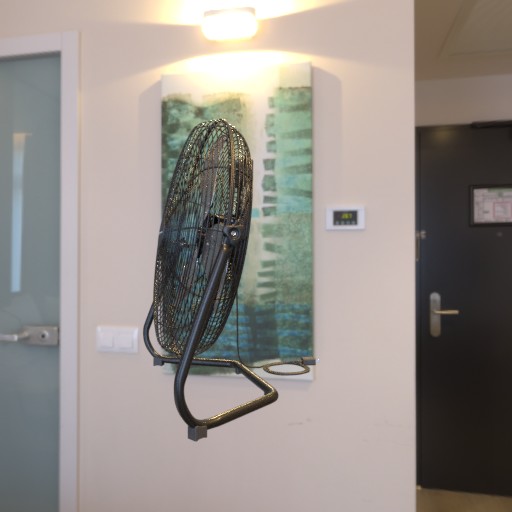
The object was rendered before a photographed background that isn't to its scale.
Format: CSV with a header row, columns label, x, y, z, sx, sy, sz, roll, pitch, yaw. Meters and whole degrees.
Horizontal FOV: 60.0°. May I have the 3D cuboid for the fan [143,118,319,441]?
label,x,y,z,sx,sy,sz,roll,pitch,yaw
fan,0.000,0.000,1.046,0.470,0.605,0.595,0,-1,-19
